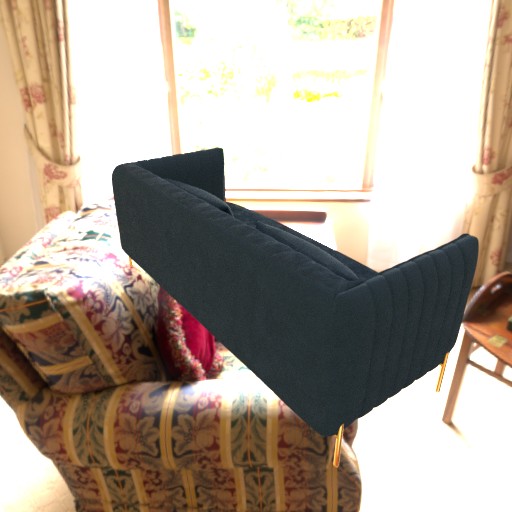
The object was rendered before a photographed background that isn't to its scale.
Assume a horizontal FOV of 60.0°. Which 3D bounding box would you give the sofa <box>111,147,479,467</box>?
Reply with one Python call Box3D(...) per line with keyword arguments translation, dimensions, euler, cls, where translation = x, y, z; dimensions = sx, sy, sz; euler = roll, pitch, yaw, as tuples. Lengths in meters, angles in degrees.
Box3D(translation=(0.000, 0.000, 2.538), dimensions=(0.896, 0.793, 2.136), euler=(-18, 32, -32), cls="sofa")
